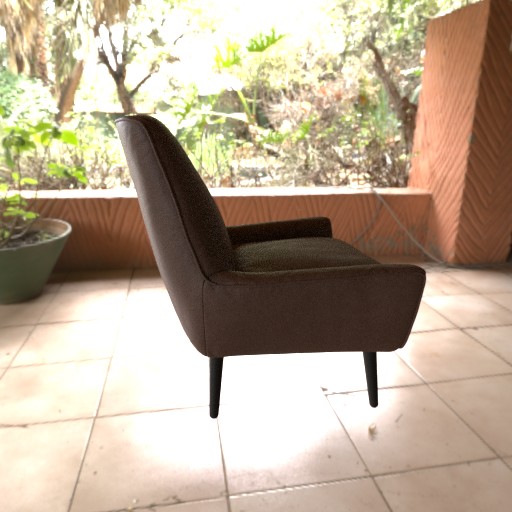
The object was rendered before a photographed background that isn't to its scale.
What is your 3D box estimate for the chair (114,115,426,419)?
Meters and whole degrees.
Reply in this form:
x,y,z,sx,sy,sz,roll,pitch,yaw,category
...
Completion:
x,y,z,sx,sy,sz,roll,pitch,yaw,category
0.000,0.000,1.480,0.824,0.888,0.787,-3,16,-11,chair
